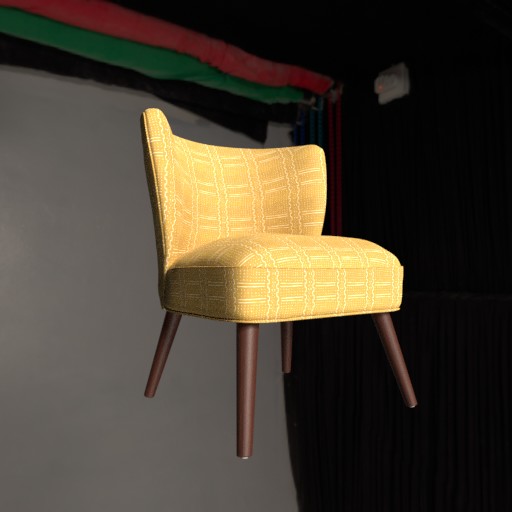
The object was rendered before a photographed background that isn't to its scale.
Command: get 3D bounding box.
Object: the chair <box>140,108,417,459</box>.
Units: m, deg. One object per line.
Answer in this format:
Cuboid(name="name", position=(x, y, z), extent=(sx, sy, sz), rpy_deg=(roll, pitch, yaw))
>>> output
Cuboid(name="chair", position=(0.000, 0.000, 1.397), extent=(0.706, 0.866, 0.758), rpy_deg=(1, -2, -36))
